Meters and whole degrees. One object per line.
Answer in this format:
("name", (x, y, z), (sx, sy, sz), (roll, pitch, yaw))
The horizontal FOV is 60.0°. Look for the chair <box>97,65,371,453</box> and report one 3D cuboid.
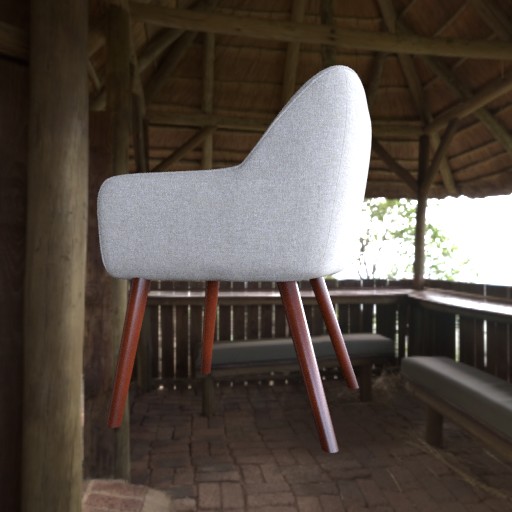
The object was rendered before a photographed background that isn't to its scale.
("chair", (0.000, 0.000, 1.229), (0.610, 0.813, 0.610), (0, -1, 18))
